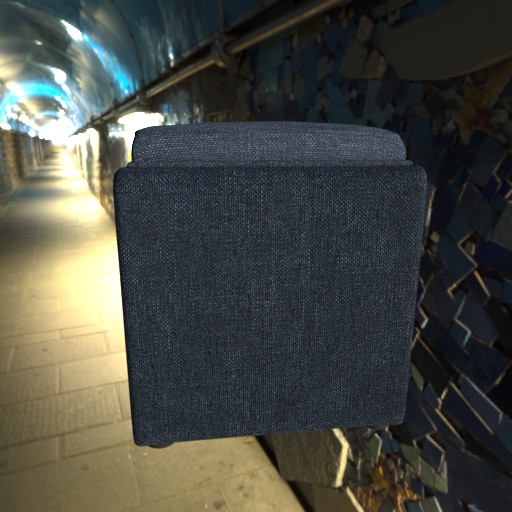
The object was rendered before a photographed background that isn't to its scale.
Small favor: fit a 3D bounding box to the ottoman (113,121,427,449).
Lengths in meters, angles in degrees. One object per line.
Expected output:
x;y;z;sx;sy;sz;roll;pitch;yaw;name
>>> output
0.000;0.000;0.852;0.436;0.493;0.454;-2;15;-7;ottoman
